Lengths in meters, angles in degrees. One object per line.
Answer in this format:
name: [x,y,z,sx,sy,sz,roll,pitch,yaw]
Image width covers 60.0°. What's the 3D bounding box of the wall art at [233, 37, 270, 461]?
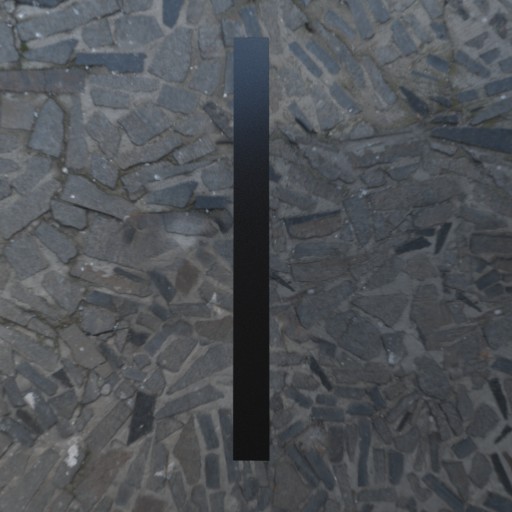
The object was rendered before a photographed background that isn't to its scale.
wall art: [0.000,0.000,0.743,0.038,0.551,0.448,0,88,1]
